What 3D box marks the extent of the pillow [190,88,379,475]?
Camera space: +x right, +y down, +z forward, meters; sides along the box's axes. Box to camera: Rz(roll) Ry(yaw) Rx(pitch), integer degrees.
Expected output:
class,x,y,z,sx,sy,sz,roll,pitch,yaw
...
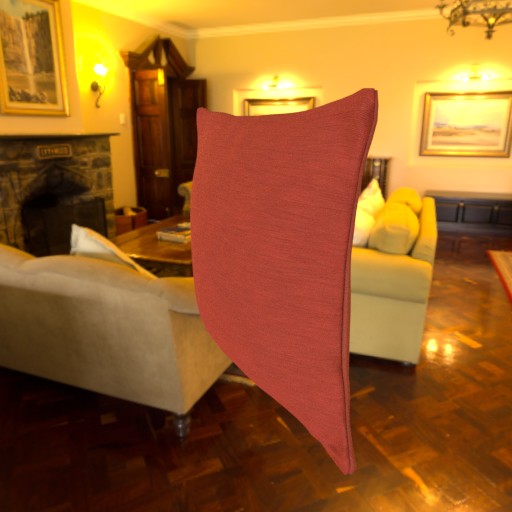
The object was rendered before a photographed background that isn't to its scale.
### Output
class,x,y,z,sx,sy,sz,roll,pitch,yaw
pillow,0.000,0.000,0.625,0.151,0.416,0.435,-8,18,-27
